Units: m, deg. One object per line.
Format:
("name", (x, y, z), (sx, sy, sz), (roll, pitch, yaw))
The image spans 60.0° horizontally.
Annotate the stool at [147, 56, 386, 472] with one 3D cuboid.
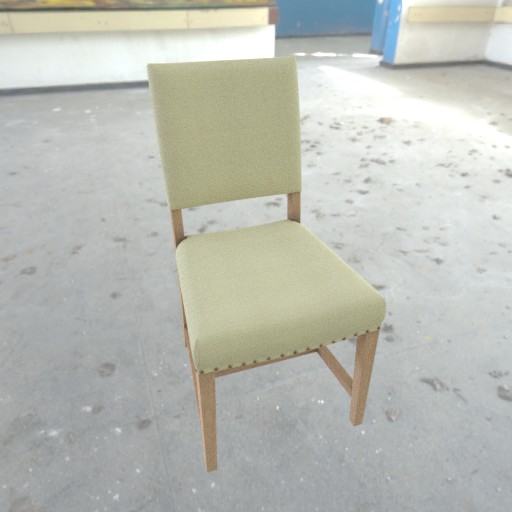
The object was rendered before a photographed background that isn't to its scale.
("stool", (0.000, 0.000, 1.294), (0.508, 0.986, 0.623), (-10, 34, -16))
